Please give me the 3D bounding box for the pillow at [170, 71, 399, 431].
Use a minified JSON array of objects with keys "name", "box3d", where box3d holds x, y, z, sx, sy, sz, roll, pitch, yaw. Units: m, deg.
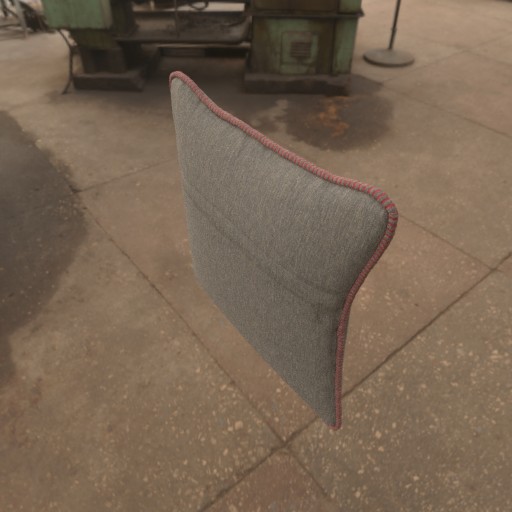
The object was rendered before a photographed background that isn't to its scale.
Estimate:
[{"name":"pillow","box3d":[0.000,0.000,0.745,0.124,0.491,0.482,-26,49,-26]}]
